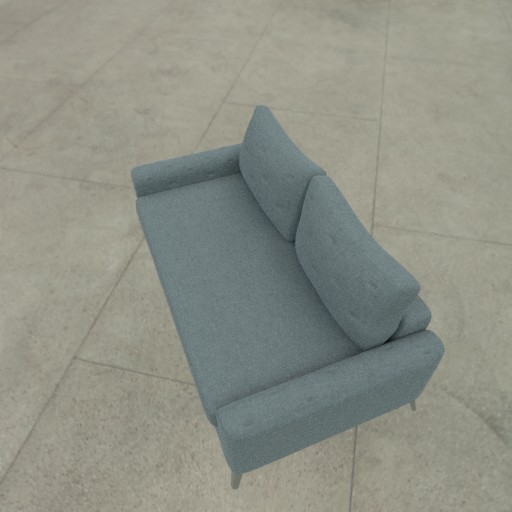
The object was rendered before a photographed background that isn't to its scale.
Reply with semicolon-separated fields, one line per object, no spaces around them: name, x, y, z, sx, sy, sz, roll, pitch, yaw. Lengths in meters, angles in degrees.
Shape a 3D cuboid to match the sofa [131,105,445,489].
sofa;0.000;0.000;2.125;0.920;0.790;1.650;-17;49;-15
